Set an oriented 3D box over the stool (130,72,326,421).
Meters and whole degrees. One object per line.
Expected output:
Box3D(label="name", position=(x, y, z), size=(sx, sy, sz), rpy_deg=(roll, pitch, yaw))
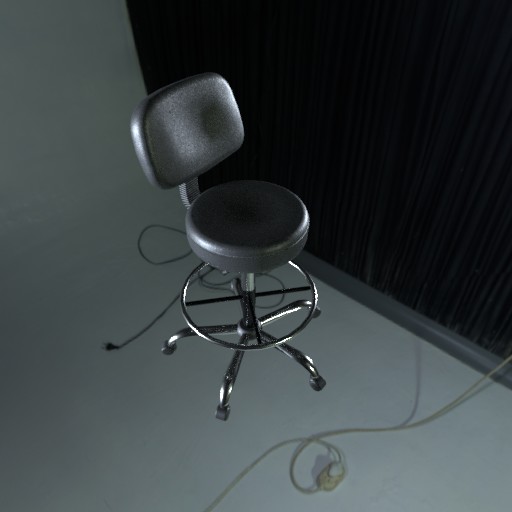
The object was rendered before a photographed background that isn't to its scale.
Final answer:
Box3D(label="stool", position=(0.000, 0.000, 1.536), size=(0.658, 1.069, 0.694), rpy_deg=(26, 48, 27))
